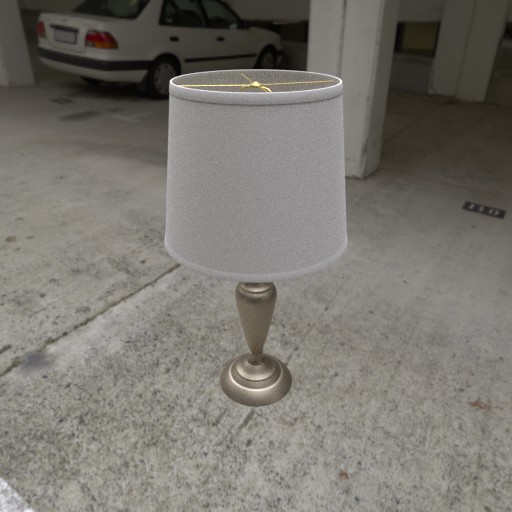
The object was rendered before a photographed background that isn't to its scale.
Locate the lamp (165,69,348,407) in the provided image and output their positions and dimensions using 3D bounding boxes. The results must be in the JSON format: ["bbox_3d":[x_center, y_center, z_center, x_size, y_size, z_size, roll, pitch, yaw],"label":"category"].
[{"bbox_3d":[0.000,0.000,0.830,0.328,0.619,0.328,0,29,0],"label":"lamp"}]
